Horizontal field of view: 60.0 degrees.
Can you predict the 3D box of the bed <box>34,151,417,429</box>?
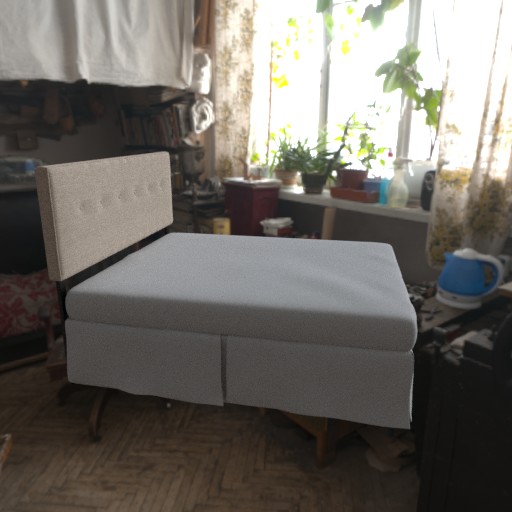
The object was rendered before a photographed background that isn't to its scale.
[{"bbox_3d":[0.000,0.000,2.967,1.978,1.270,1.643,3,16,11],"label":"bed"}]
